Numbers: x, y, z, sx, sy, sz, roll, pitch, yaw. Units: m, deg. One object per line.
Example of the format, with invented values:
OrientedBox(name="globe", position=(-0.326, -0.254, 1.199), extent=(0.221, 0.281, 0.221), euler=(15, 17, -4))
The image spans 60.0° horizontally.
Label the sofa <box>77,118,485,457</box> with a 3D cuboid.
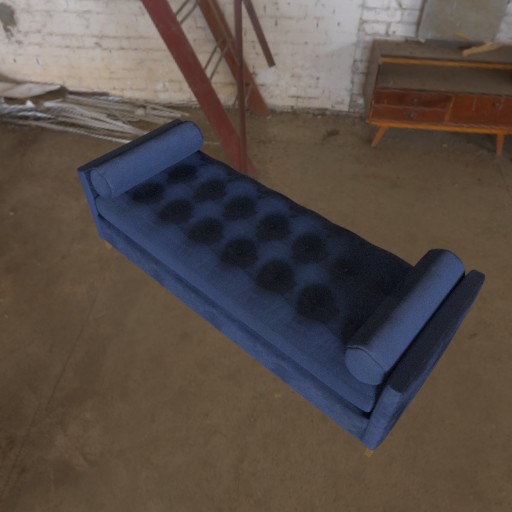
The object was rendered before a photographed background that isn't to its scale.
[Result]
OrientedBox(name="sofa", position=(0.000, 0.000, 2.461), extent=(2.102, 0.705, 0.796), euler=(33, 54, 28))
